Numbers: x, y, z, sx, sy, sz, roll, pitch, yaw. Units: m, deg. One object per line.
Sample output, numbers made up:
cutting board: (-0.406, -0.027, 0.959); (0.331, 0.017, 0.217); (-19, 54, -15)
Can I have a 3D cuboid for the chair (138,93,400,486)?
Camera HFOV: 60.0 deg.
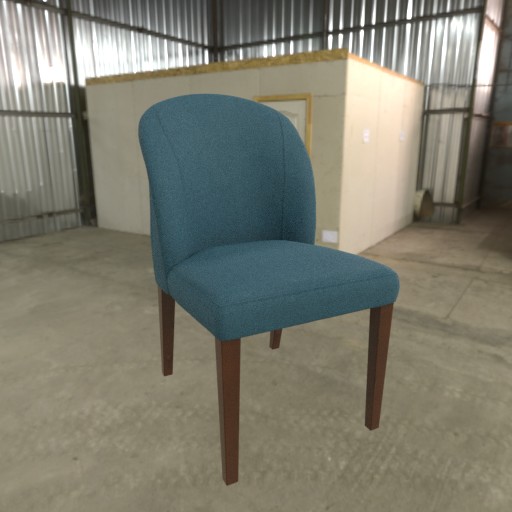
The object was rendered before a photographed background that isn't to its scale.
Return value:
chair: (0.000, 0.000, 1.218); (0.507, 0.879, 0.620); (-8, 18, -26)
